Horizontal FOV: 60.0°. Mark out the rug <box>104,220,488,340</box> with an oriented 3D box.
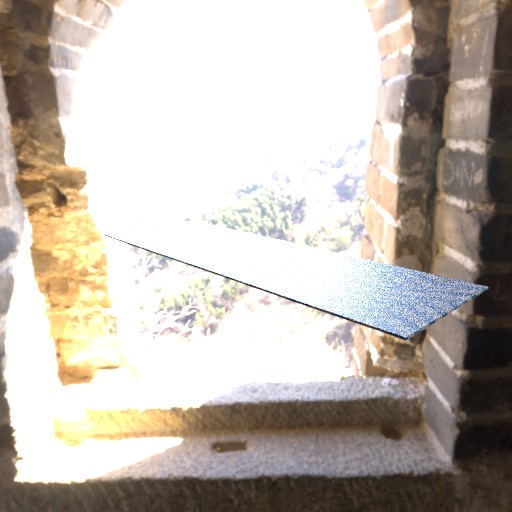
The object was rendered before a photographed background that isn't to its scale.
[{"bbox_3d":[0.000,0.000,1.677,0.503,0.007,1.492,-14,21,-42],"label":"rug"}]
